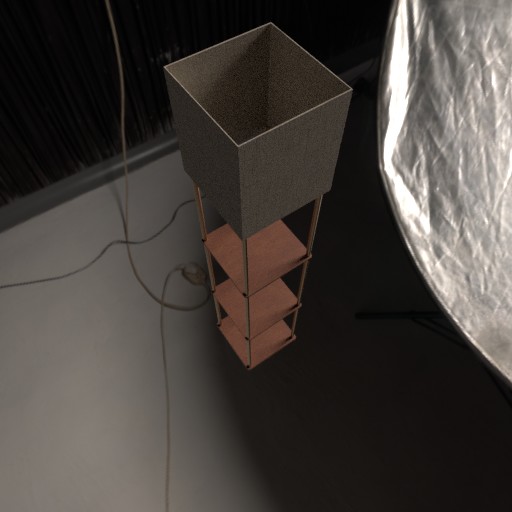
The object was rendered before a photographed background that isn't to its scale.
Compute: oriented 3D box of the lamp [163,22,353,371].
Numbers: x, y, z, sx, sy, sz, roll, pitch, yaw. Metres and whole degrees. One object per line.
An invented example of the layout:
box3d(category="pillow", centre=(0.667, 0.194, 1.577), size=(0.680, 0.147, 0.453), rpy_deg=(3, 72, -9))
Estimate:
box3d(category="lamp", centre=(0.000, 0.000, 1.676), size=(0.308, 1.569, 0.310), rpy_deg=(-31, 64, -17))
